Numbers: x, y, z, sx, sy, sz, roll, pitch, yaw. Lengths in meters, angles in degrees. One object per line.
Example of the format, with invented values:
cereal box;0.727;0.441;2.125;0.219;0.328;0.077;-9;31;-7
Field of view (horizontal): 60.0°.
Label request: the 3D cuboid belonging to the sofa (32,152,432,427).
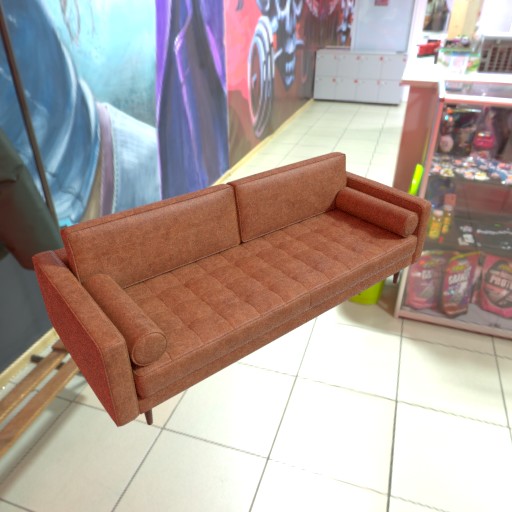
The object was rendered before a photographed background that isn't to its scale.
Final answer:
sofa;0.000;0.000;2.601;2.200;0.770;0.919;-22;37;-33
